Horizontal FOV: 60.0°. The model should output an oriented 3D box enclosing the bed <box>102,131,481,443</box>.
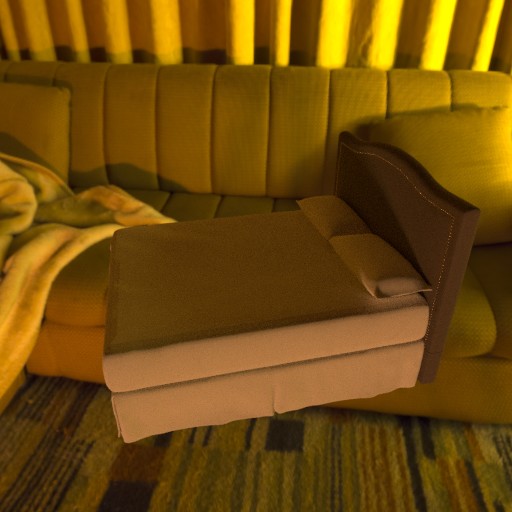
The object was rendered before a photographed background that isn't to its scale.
[{"bbox_3d":[0.000,0.000,3.076,2.036,1.387,1.666,-7,30,-12],"label":"bed"}]
